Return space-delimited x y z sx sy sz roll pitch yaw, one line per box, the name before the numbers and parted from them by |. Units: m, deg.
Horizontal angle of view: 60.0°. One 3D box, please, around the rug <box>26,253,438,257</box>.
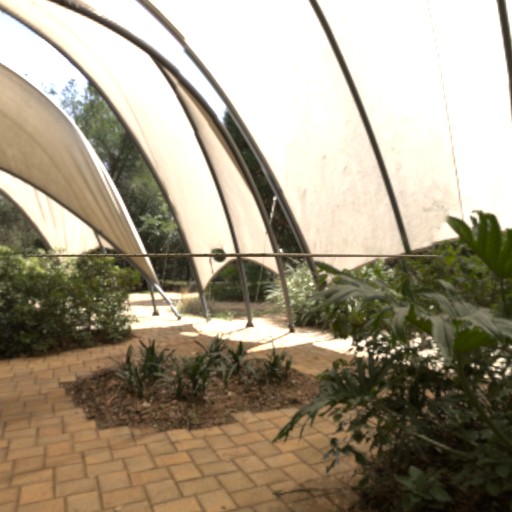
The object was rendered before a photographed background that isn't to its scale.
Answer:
rug | 0.000 0.000 4.106 2.441 0.017 3.050 0 0 37
